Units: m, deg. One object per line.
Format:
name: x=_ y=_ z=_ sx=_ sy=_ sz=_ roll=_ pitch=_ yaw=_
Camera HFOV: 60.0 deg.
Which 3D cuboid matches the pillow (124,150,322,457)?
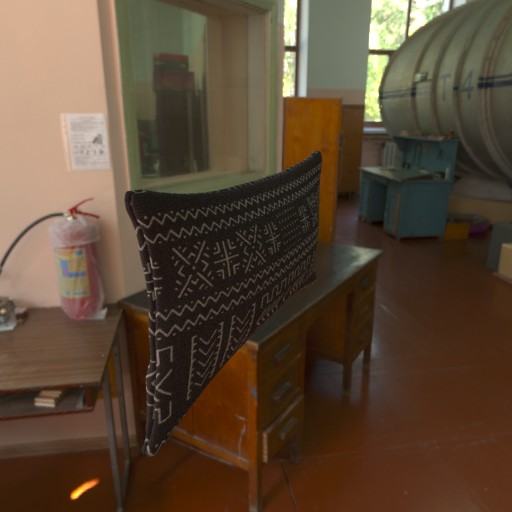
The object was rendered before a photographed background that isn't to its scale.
pillow: x=0.000 y=0.000 z=0.774 sx=0.135 sy=0.322 sz=0.667 roll=8 pitch=19 yaw=23
